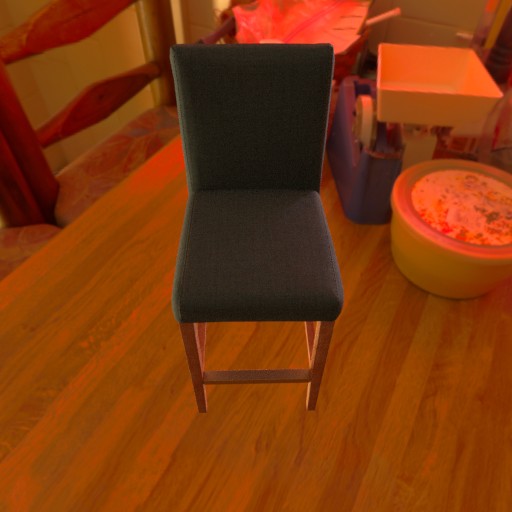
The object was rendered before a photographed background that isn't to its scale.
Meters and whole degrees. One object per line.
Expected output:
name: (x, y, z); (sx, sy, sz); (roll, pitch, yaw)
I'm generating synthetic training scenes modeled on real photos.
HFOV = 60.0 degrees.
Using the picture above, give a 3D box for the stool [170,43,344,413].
stool: (0.000, 0.000, 1.386); (0.454, 1.088, 0.574); (-1, 48, -1)
